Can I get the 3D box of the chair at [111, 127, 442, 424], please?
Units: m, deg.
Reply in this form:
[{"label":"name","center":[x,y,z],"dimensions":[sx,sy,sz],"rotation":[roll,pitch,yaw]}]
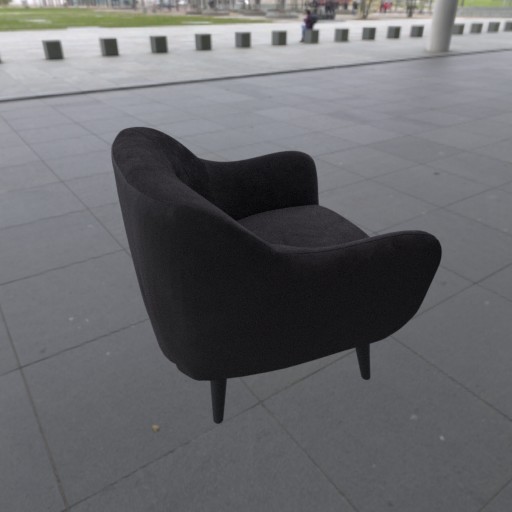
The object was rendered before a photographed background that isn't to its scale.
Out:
[{"label":"chair","center":[0.000,0.000,1.491],"dimensions":[0.819,0.807,0.840],"rotation":[-10,32,-17]}]
